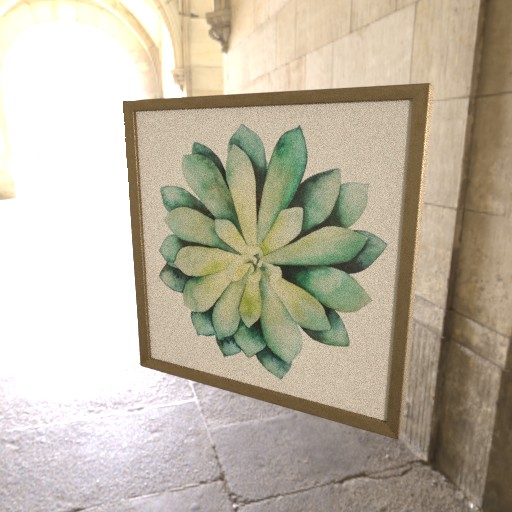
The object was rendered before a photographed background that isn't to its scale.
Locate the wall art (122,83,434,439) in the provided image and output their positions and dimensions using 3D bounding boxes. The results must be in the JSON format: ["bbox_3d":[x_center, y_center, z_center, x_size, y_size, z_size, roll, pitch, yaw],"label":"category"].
[{"bbox_3d":[0.000,0.000,0.736,0.503,0.506,0.040,7,16,26],"label":"wall art"}]
